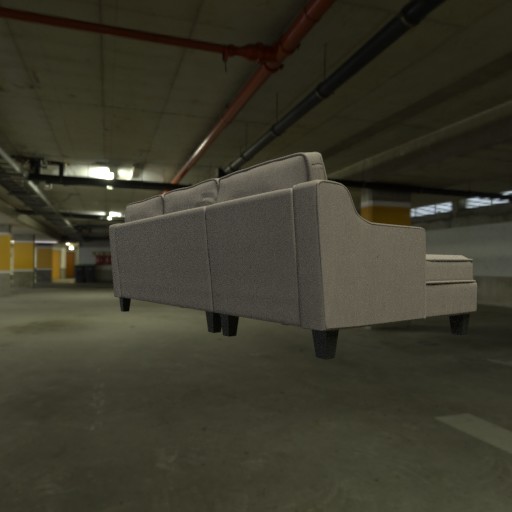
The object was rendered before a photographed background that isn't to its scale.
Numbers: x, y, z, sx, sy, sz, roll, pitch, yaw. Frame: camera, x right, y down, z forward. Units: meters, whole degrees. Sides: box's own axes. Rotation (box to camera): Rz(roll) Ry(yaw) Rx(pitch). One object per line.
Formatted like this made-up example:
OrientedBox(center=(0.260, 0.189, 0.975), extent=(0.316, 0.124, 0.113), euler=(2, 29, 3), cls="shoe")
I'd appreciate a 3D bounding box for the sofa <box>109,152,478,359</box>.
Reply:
OrientedBox(center=(0.000, 0.000, 3.185), extent=(1.294, 0.928, 2.561), euler=(1, -2, -37), cls="sofa")
